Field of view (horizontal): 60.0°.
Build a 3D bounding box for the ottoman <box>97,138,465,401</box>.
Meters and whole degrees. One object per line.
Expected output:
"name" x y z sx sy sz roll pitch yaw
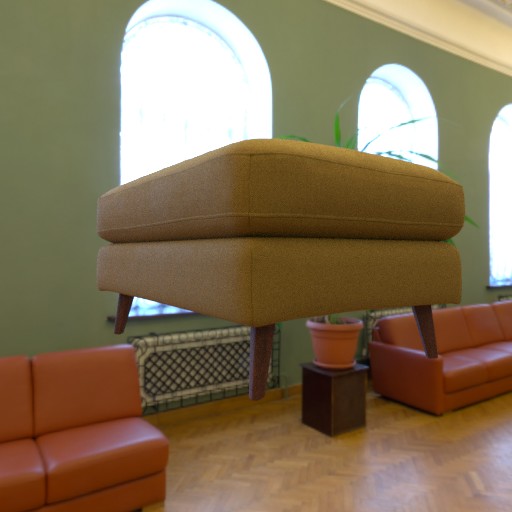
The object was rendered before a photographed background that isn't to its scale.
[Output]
"ottoman" 0.000 0.000 1.126 0.608 0.449 0.811 0 1 -35
